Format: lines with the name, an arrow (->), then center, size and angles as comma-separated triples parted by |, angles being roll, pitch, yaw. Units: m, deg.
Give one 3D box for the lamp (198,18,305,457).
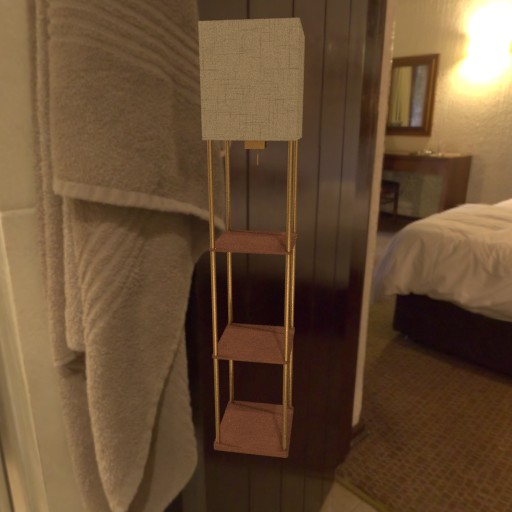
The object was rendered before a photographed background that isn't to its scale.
lamp -> 0.000, 0.000, 1.698 | 0.308, 1.569, 0.310 | 3, 17, 8
